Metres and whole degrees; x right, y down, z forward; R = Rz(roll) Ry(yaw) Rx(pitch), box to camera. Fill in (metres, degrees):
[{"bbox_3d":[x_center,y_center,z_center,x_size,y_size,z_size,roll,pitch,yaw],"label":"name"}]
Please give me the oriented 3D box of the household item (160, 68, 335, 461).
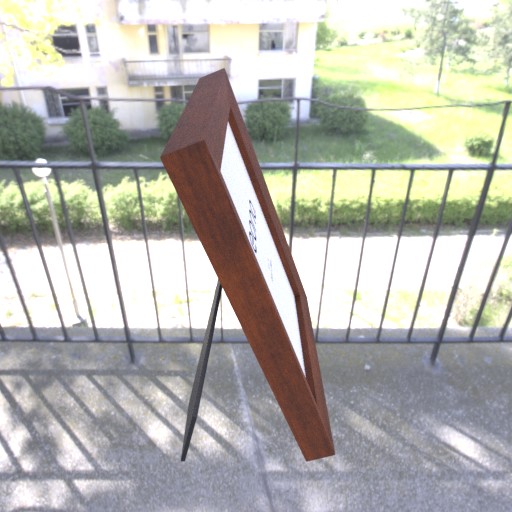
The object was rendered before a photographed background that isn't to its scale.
[{"bbox_3d":[0.000,0.000,0.290,0.096,0.204,0.160,0,32,-1],"label":"household item"}]
